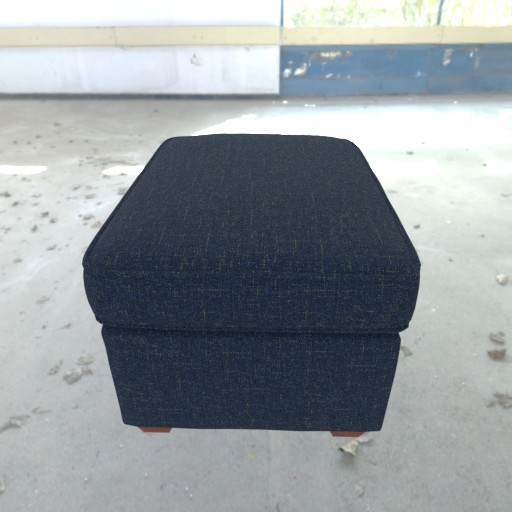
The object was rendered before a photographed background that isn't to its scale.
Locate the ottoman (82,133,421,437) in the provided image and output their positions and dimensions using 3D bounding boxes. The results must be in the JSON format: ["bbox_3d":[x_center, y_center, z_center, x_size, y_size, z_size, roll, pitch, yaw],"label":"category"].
[{"bbox_3d":[0.000,0.000,1.066,0.549,0.450,0.749,1,31,1],"label":"ottoman"}]
